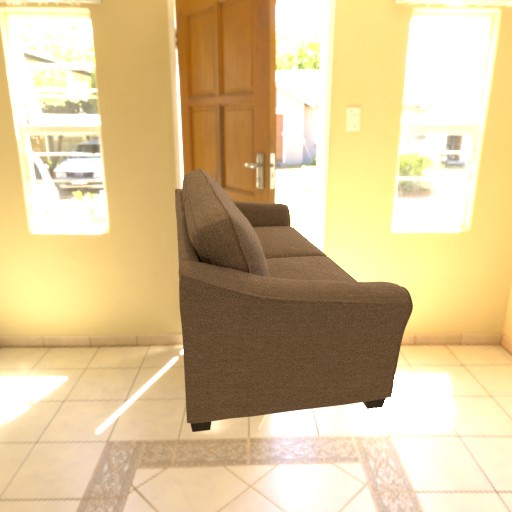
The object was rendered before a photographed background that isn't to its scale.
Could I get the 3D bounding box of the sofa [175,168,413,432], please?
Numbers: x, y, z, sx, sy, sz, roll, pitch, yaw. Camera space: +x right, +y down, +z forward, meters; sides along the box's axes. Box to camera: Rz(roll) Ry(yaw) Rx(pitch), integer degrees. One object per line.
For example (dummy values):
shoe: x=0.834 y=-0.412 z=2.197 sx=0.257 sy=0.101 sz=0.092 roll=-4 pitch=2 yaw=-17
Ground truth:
sofa: x=0.000 y=0.000 z=2.820 sx=0.980 sy=0.965 sz=2.270 roll=-3 pitch=17 yaw=-10
